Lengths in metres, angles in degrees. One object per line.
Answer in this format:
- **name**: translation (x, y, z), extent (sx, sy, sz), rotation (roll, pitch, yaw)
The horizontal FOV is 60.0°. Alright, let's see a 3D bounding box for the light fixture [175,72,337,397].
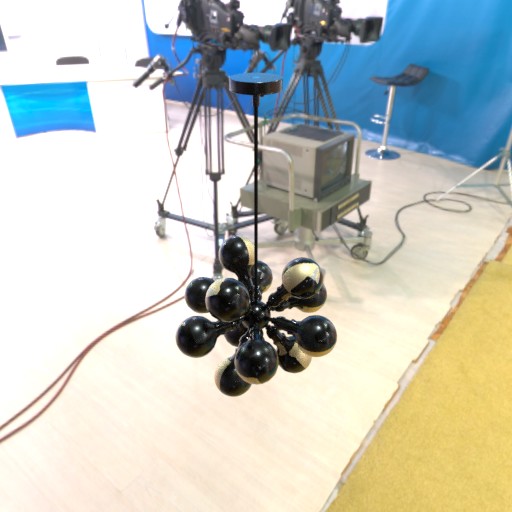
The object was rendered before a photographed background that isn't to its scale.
- **light fixture**: translation (0.000, 0.000, 1.132), extent (0.420, 0.859, 0.468), rotation (0, 32, 0)
